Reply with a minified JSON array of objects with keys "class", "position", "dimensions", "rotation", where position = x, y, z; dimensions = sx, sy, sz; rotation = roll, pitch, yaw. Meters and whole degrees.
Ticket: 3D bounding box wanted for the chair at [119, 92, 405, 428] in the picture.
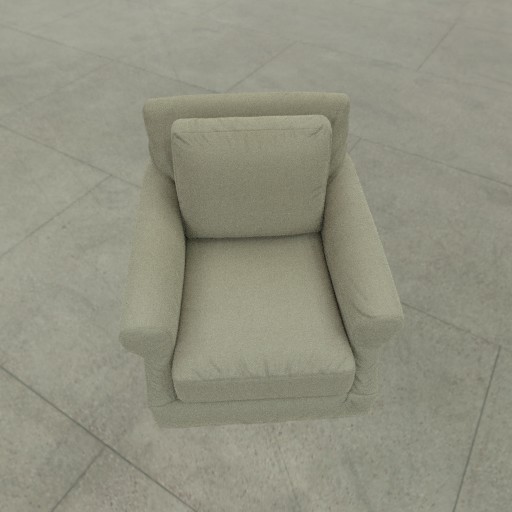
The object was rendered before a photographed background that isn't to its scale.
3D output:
[{"class":"chair","position":[0.000,0.000,1.738],"dimensions":[0.940,0.866,1.066],"rotation":[-3,47,-2]}]
